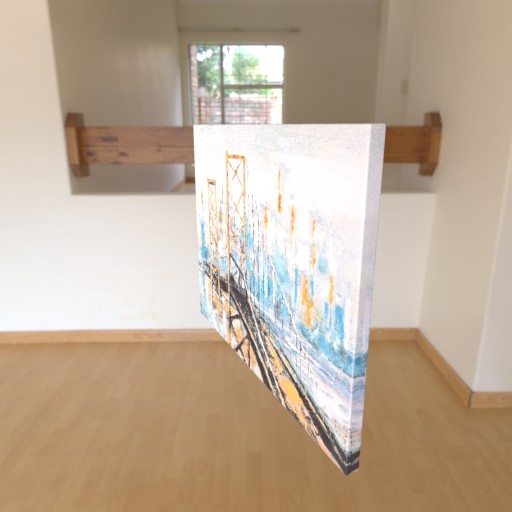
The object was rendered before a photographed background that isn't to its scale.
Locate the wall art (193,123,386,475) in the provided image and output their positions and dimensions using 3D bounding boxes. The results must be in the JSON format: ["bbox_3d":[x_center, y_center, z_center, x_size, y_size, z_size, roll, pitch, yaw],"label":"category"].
[{"bbox_3d":[0.000,0.000,1.337,0.038,0.762,1.016,-8,18,-24],"label":"wall art"}]
